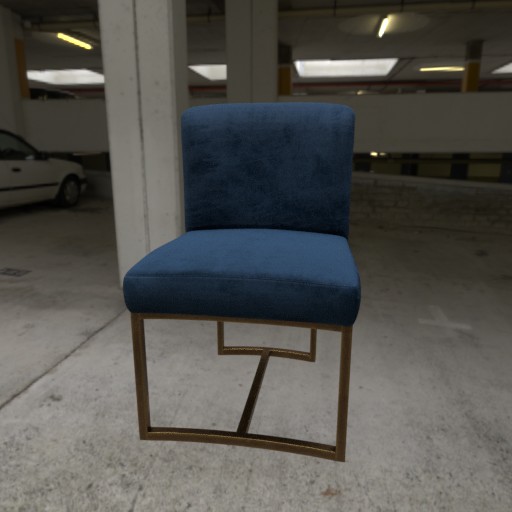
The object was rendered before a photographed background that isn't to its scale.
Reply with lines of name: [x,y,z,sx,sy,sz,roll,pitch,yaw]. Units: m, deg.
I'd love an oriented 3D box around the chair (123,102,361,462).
chair: [0.000,0.000,1.195,0.530,0.824,0.560,2,14,9]
